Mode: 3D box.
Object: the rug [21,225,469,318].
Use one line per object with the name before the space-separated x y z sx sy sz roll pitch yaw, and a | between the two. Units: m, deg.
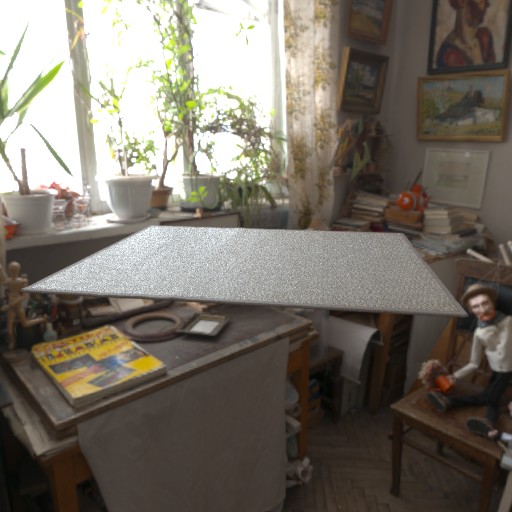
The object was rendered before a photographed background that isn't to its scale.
rug | 0.000 0.000 4.076 3.007 0.032 2.434 2 15 9
